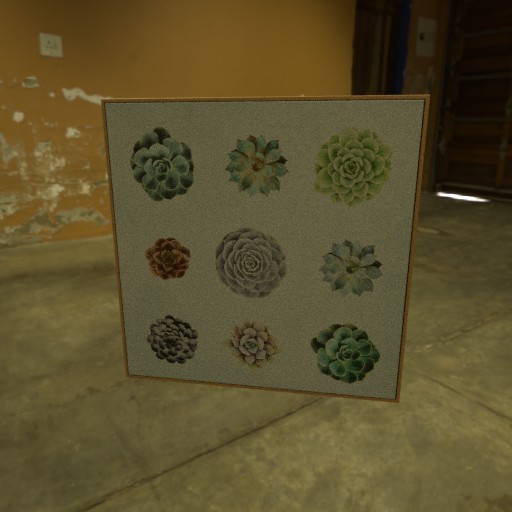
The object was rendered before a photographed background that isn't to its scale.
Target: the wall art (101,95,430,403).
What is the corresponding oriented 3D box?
[{"bbox_3d":[0.000,0.000,0.969,0.657,0.655,0.014,3,16,9],"label":"wall art"}]
